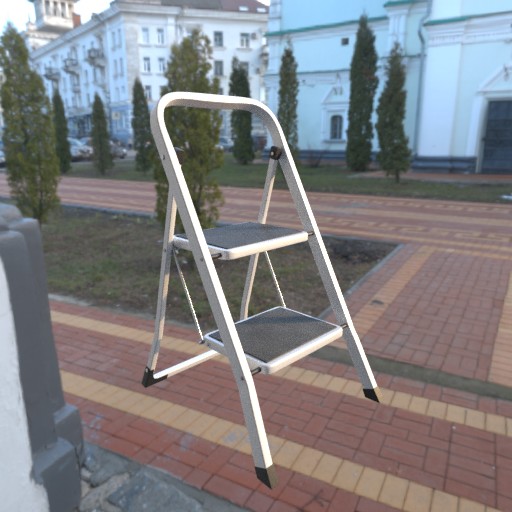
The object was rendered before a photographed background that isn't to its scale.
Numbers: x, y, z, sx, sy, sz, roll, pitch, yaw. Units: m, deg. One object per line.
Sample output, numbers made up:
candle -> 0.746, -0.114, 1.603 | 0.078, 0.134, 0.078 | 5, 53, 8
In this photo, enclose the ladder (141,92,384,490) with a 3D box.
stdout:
ladder -> 0.000, 0.000, 1.152 | 0.544, 0.810, 0.460 | 14, 20, 43
